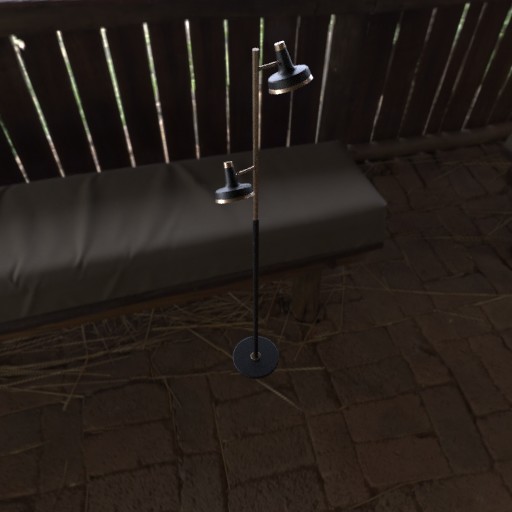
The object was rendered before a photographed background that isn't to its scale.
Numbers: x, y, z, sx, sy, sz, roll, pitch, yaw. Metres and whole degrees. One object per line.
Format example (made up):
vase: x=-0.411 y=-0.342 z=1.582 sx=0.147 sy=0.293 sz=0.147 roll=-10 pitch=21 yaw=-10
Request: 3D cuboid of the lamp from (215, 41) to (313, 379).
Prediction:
lamp: x=0.000 y=0.000 z=1.827 sx=0.351 sy=1.674 sz=0.253 roll=-27 pitch=53 yaw=-22
